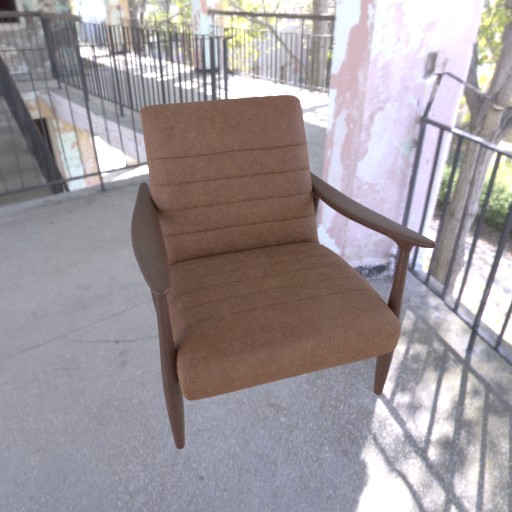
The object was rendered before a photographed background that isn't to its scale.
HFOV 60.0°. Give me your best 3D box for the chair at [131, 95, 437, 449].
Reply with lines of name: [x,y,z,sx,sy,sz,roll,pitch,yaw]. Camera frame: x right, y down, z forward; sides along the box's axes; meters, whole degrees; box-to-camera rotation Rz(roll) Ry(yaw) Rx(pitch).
chair: [0.000,0.000,1.413,0.741,0.832,0.798,-9,32,-15]
